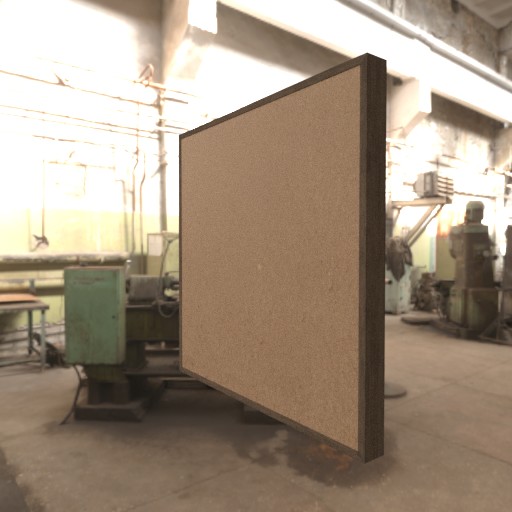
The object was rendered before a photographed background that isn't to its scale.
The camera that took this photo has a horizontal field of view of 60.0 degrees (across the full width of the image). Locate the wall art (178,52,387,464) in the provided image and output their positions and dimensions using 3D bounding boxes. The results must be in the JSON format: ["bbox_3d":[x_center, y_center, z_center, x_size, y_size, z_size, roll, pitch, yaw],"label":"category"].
[{"bbox_3d":[0.000,0.000,0.762,0.038,0.508,0.508,-1,2,-36],"label":"wall art"}]
